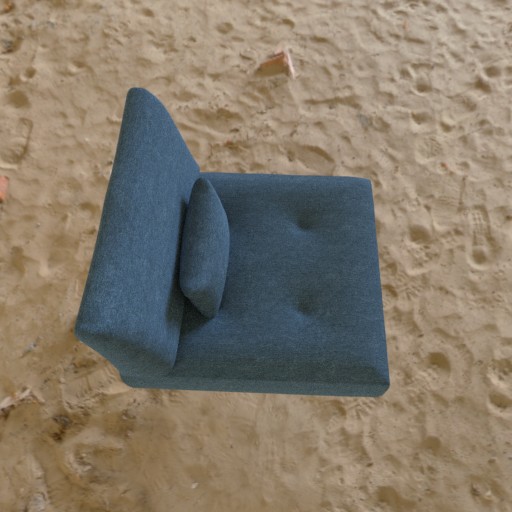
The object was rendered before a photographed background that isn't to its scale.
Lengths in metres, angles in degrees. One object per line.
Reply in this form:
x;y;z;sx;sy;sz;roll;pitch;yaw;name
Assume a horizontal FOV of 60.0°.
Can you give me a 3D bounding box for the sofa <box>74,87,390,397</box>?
0.000;0.000;1.699;1.000;0.820;0.930;2;64;1;sofa
